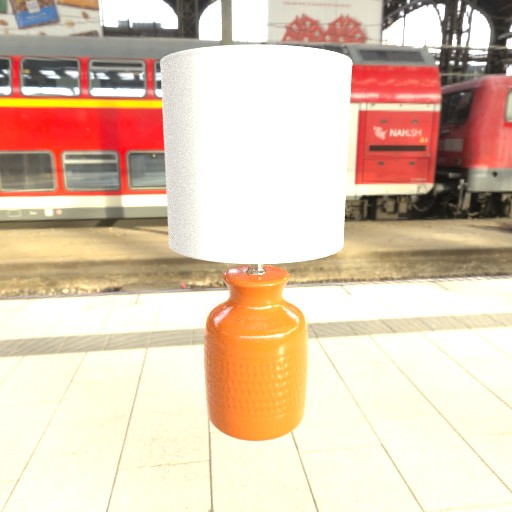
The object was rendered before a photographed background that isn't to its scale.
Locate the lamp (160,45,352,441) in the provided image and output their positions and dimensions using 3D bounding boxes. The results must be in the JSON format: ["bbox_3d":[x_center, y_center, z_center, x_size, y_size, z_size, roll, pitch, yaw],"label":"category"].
[{"bbox_3d":[0.000,0.000,1.089,0.418,0.871,0.418,-2,14,-9],"label":"lamp"}]
